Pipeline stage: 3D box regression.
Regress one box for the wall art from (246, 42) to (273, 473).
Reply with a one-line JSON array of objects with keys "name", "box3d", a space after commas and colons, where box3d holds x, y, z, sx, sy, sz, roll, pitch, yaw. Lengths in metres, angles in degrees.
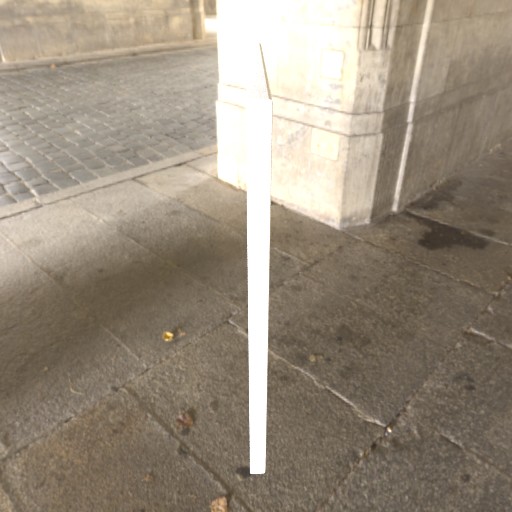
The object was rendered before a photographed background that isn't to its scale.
[{"name": "wall art", "box3d": [0.000, 0.000, 1.128, 0.038, 0.912, 0.607, -1, 33, -1]}]
